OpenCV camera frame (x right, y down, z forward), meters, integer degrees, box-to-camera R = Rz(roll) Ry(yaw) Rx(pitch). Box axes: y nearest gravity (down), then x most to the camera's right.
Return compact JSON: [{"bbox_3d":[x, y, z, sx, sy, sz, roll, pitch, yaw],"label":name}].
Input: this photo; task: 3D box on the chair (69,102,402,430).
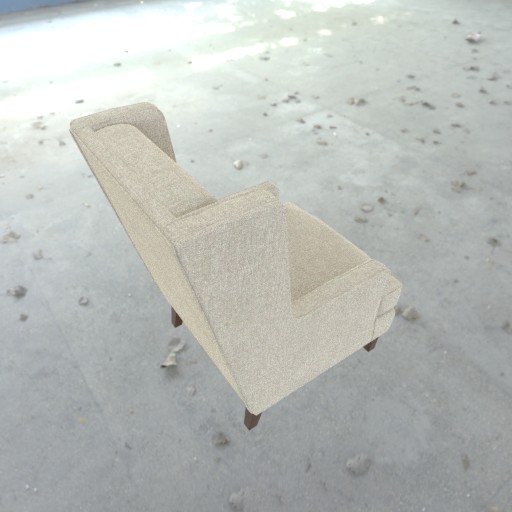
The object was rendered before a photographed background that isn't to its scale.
[{"bbox_3d":[0.000,0.000,1.726,0.948,1.082,0.764,-25,47,-26],"label":"chair"}]
